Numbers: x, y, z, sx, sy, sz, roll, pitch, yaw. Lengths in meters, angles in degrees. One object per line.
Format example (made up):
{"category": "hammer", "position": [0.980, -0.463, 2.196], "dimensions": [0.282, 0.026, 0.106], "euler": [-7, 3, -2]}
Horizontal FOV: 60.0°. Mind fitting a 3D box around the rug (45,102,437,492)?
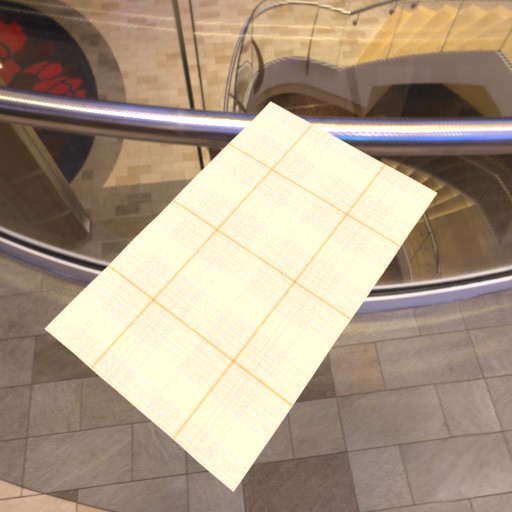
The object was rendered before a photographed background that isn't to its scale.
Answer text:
{"category": "rug", "position": [0.000, 0.000, 3.047], "dimensions": [1.527, 0.016, 2.442], "euler": [34, 68, 16]}
